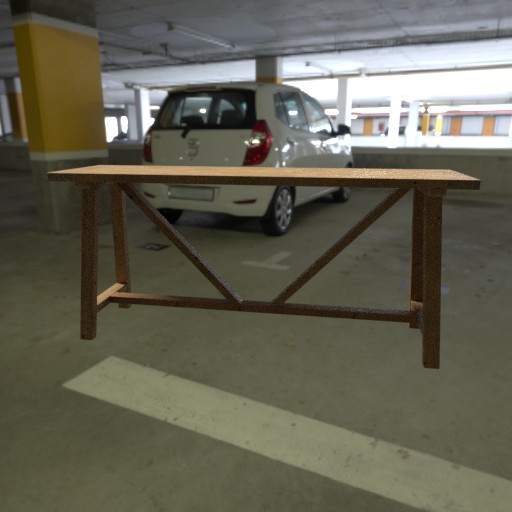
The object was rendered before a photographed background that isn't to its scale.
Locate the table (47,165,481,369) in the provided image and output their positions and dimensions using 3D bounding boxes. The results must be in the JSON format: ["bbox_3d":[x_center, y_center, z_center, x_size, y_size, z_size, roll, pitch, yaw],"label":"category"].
[{"bbox_3d":[0.000,0.000,2.147,1.800,0.810,0.465,3,16,9],"label":"table"}]
